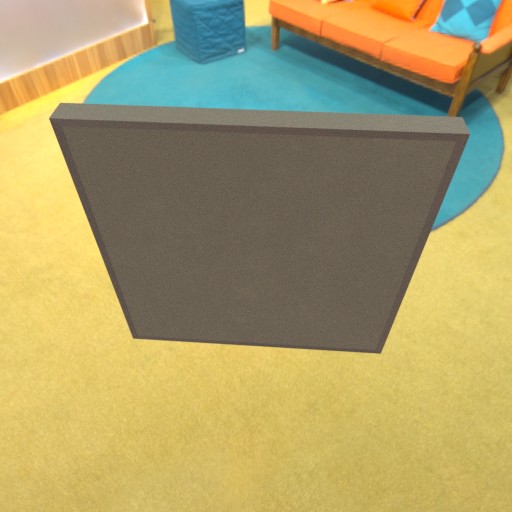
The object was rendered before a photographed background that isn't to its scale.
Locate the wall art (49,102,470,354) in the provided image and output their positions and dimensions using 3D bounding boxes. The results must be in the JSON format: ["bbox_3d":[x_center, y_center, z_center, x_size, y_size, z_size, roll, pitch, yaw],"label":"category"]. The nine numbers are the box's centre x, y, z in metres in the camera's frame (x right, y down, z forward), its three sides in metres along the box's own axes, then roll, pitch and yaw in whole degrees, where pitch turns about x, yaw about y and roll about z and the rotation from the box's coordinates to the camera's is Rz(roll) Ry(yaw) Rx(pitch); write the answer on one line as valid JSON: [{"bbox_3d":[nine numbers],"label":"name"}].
[{"bbox_3d":[0.000,0.000,0.733,0.508,0.506,0.038,3,48,3],"label":"wall art"}]
